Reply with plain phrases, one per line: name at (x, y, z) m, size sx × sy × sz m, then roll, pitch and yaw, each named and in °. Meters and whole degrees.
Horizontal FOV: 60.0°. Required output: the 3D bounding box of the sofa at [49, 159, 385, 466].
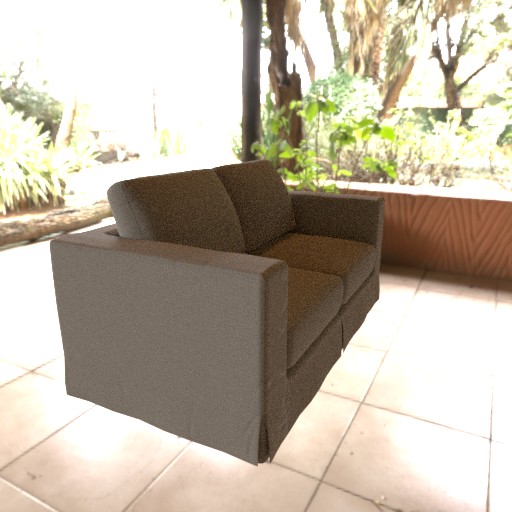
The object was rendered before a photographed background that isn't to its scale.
sofa at (0.000, 0.000, 2.391) m, size 1.009 × 0.932 × 1.813 m, roll 8°, pitch 18°, yaw 26°
